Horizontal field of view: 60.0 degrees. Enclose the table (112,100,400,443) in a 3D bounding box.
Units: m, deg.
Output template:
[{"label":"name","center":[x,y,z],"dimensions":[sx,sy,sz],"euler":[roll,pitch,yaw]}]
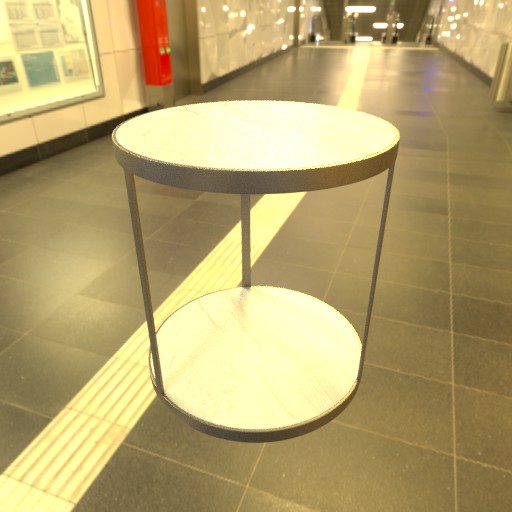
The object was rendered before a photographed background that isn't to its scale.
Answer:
[{"label":"table","center":[0.000,0.000,0.828],"dimensions":[0.445,0.479,0.445],"euler":[0,29,0]}]
